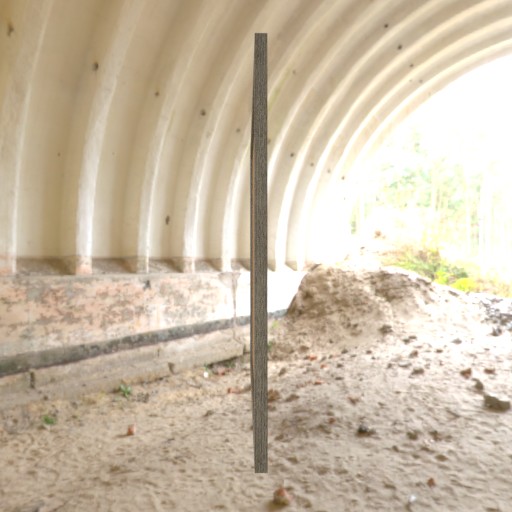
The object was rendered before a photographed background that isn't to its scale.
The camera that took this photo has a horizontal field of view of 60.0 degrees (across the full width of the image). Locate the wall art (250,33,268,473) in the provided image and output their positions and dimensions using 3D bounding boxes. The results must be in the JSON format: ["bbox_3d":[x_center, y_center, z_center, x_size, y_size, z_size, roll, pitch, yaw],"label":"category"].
[{"bbox_3d":[0.000,0.000,1.031,0.020,0.685,0.685,0,-2,-1],"label":"wall art"}]
